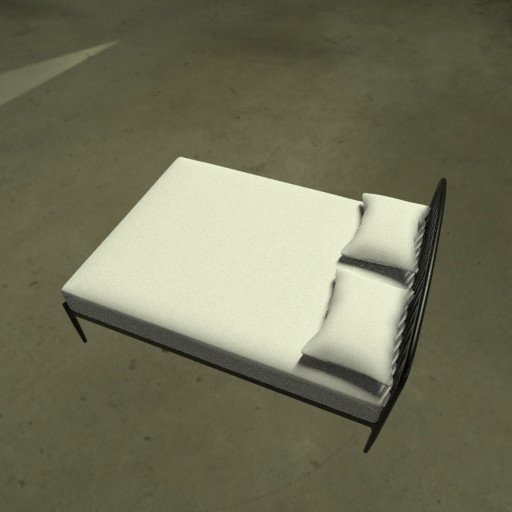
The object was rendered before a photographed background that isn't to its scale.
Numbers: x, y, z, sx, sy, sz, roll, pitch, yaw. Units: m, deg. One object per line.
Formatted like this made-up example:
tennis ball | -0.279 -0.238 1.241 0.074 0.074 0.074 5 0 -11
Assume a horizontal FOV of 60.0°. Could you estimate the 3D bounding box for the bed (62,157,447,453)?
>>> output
bed | 0.000 0.000 3.108 2.159 1.166 1.618 17 50 15
